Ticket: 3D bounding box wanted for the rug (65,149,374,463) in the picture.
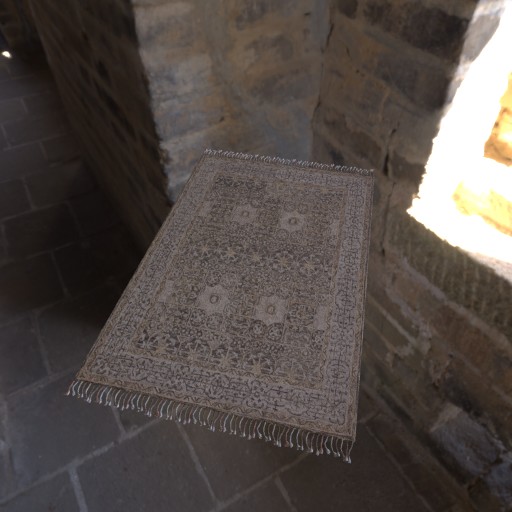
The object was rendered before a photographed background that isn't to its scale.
[{"bbox_3d":[0.000,0.000,2.502,1.237,0.010,2.029,9,46,9],"label":"rug"}]
